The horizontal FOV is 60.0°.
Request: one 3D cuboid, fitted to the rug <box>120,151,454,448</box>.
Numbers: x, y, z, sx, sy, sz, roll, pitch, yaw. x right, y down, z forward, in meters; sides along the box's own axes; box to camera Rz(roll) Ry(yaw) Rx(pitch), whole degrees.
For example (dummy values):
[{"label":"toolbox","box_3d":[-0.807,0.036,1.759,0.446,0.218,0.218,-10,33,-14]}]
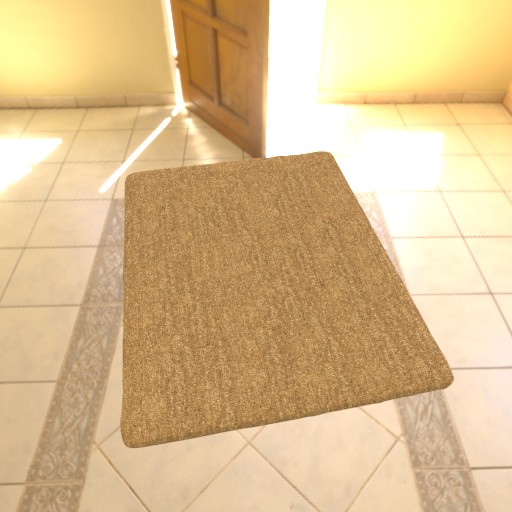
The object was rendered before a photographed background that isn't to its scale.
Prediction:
[{"label":"rug","box_3d":[0.000,0.000,3.786,2.242,0.050,2.873,-8,47,-8]}]
